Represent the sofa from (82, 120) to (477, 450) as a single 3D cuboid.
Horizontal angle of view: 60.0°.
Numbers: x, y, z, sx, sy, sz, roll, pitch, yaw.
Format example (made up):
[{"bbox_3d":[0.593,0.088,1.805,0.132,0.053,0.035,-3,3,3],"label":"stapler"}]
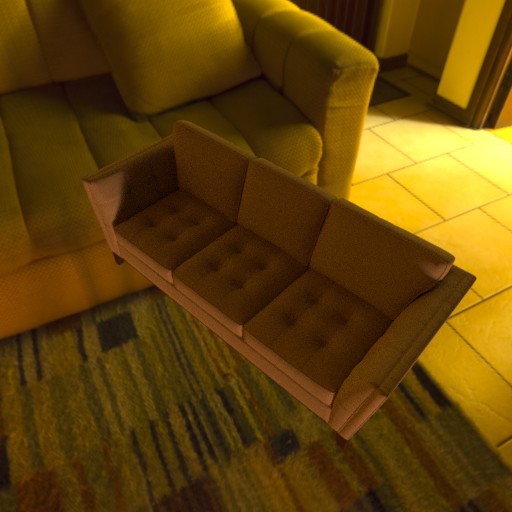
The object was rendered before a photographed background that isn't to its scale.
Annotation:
[{"bbox_3d":[0.000,0.000,2.927,2.388,0.940,0.965,33,54,28],"label":"sofa"}]
